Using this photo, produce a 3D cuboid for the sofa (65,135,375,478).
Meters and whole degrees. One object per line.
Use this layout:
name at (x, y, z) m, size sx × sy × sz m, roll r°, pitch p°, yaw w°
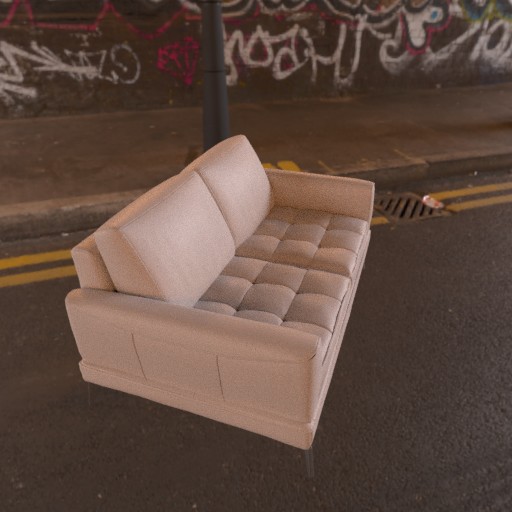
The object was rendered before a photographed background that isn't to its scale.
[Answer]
sofa at (0.000, 0.000, 2.456) m, size 1.121 × 0.930 × 1.819 m, roll 10°, pitch 32°, yaw 17°
